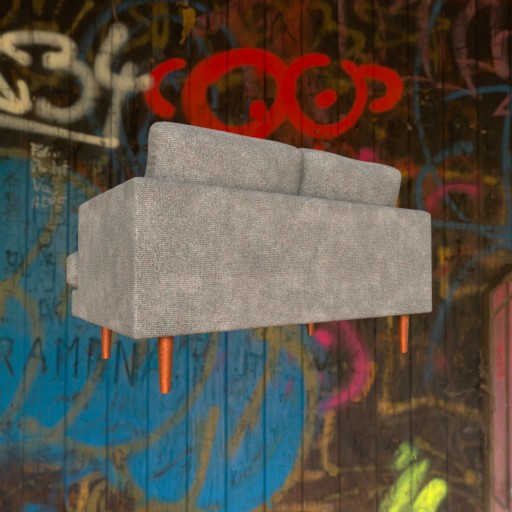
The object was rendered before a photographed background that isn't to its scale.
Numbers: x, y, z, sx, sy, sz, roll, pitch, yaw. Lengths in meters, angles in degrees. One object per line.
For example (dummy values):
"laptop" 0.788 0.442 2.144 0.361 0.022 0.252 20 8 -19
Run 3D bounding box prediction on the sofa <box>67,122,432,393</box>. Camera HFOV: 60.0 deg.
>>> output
"sofa" 0.000 0.000 2.174 1.582 0.956 0.903 1 -2 -34
